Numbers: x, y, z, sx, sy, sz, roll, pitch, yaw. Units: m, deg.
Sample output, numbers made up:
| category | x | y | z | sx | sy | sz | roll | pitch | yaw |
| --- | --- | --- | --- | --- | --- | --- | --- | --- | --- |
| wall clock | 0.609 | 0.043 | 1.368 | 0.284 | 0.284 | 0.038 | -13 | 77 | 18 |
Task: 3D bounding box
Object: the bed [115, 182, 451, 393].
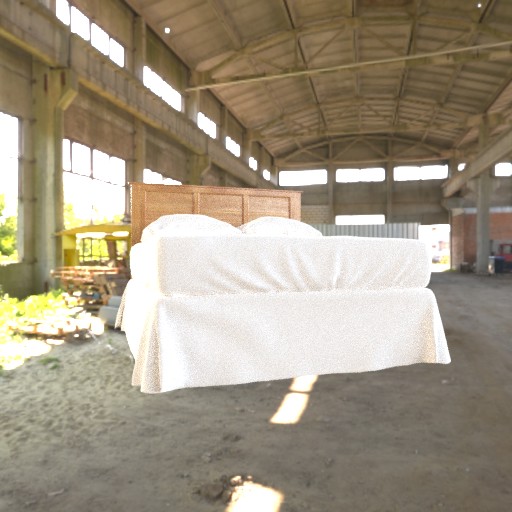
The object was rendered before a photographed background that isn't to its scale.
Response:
| category | x | y | z | sx | sy | sz | roll | pitch | yaw |
| --- | --- | --- | --- | --- | --- | --- | --- | --- | --- |
| bed | 0.000 | 0.000 | 3.179 | 1.870 | 1.273 | 2.035 | 0 | 0 | -20 |
